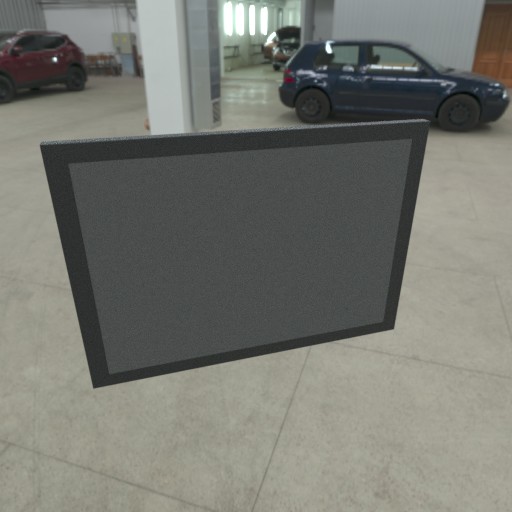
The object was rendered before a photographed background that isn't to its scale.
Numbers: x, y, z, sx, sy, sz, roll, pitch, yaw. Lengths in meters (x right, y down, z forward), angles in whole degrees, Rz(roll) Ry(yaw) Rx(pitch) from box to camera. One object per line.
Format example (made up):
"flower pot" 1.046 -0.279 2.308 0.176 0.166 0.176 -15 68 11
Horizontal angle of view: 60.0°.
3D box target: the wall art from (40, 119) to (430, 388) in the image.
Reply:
"wall art" 0.000 0.000 0.550 0.432 0.306 0.016 -8 28 -15
